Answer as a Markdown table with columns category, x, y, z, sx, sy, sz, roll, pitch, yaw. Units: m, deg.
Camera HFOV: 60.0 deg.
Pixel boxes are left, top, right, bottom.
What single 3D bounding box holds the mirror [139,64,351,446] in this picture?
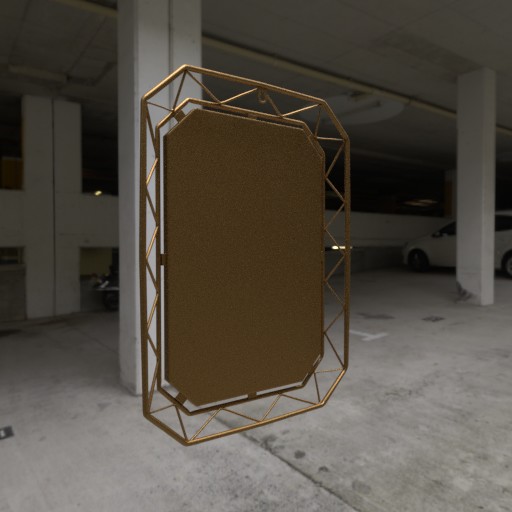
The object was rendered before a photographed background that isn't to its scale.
| category | x | y | z | sx | sy | sz | roll | pitch | yaw |
| --- | --- | --- | --- | --- | --- | --- | --- | --- | --- |
| mirror | 0.000 | 0.000 | 0.742 | 0.417 | 0.566 | 0.042 | -1 | 2 | -35 |
